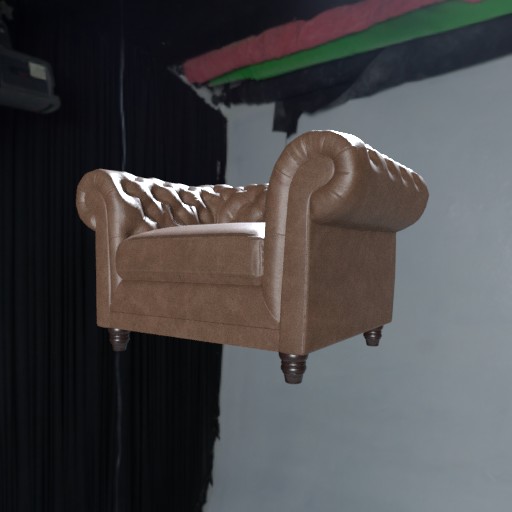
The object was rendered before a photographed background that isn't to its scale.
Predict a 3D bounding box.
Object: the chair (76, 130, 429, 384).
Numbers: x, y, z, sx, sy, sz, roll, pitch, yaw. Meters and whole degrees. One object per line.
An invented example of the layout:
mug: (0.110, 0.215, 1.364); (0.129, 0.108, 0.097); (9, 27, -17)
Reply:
chair: (0.000, 0.000, 1.932); (1.298, 0.784, 0.954); (0, 0, 35)
